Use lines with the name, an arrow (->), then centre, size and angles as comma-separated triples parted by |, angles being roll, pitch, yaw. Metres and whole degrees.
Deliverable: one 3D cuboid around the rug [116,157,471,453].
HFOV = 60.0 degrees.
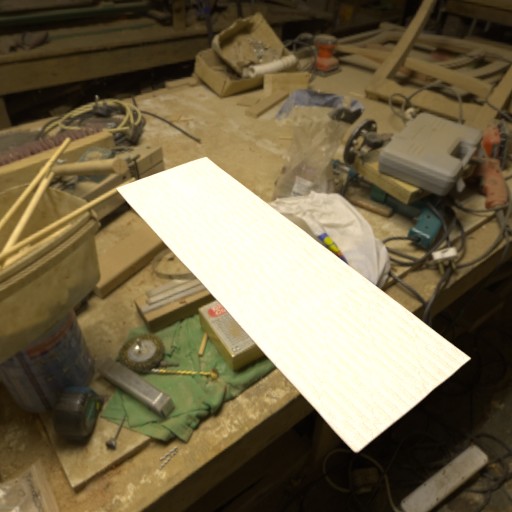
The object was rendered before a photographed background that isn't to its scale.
rug -> 0.000, 0.000, 2.709 | 0.793, 0.014, 2.450 | -26, 48, -26
